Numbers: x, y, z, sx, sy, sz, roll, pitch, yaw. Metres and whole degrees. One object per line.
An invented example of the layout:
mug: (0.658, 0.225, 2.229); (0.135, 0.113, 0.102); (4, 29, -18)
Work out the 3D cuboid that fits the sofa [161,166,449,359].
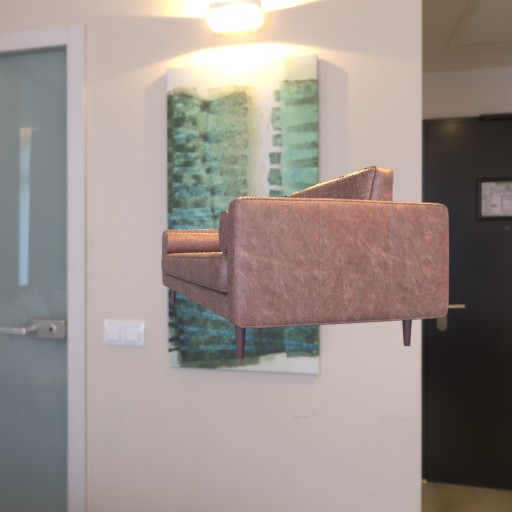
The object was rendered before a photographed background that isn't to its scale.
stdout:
sofa: (0.000, 0.000, 2.657); (0.914, 0.762, 2.210); (0, 0, -18)
